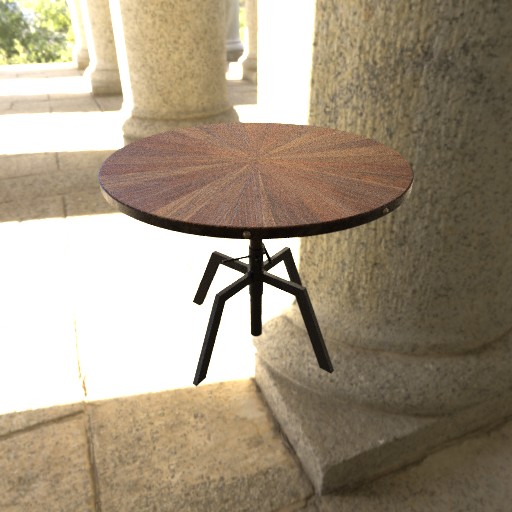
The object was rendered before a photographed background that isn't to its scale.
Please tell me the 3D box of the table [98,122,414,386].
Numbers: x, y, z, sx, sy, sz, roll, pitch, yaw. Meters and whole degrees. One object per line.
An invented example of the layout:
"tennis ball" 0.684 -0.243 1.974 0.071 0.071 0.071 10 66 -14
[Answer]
"table" 0.000 0.000 1.465 0.885 0.658 0.885 0 31 0
